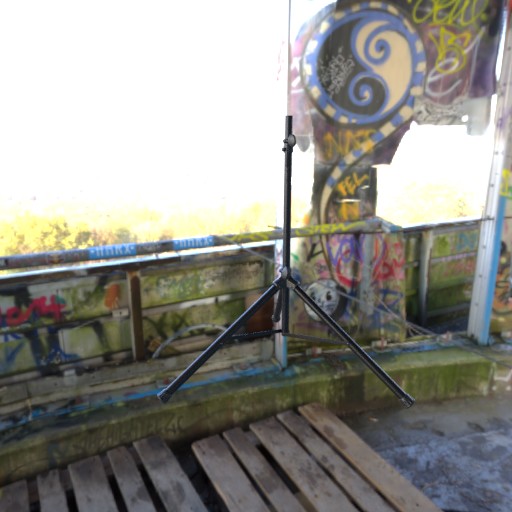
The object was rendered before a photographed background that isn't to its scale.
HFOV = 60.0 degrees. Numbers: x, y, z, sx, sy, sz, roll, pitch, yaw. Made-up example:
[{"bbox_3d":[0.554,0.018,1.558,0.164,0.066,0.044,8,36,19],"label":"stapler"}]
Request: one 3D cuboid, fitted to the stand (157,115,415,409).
[{"bbox_3d":[0.000,0.000,1.868,0.907,1.136,1.045,-8,17,-27],"label":"stand"}]
